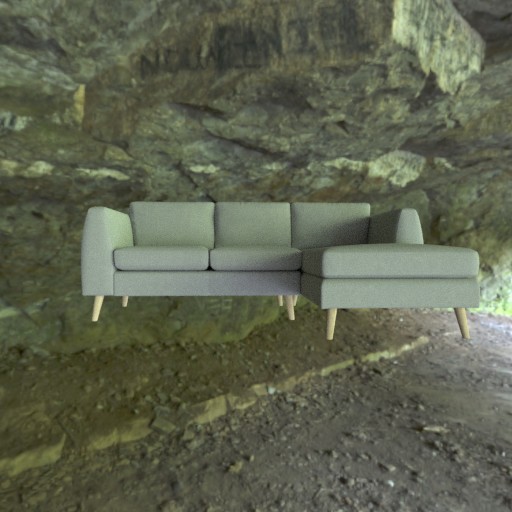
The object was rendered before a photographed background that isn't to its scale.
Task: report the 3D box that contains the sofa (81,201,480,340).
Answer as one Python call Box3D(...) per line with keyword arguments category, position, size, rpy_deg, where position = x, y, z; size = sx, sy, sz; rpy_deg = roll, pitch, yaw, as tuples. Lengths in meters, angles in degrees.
Box3D(category="sofa", position=(0.000, 0.000, 3.039), size=(2.300, 0.860, 1.580), rpy_deg=(0, 1, -2))
